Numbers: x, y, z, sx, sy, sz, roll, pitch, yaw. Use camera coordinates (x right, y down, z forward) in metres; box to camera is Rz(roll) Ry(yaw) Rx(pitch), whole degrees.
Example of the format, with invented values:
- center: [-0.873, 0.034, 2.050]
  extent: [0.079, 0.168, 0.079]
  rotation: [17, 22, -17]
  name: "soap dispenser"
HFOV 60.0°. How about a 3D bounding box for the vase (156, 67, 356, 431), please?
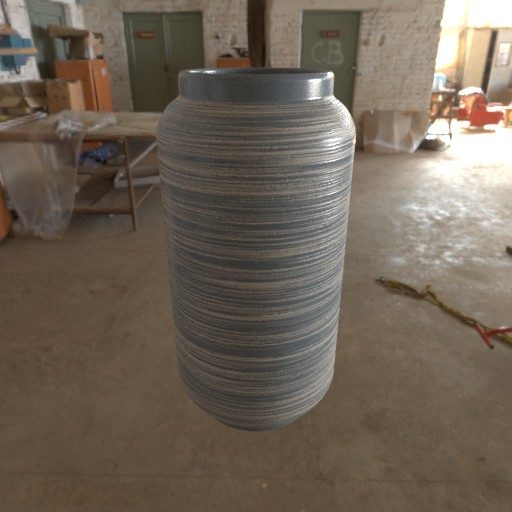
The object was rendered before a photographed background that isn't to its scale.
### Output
- center: [0.000, 0.000, 0.297]
  extent: [0.116, 0.230, 0.116]
  rotation: [0, 25, 0]
  name: "vase"
